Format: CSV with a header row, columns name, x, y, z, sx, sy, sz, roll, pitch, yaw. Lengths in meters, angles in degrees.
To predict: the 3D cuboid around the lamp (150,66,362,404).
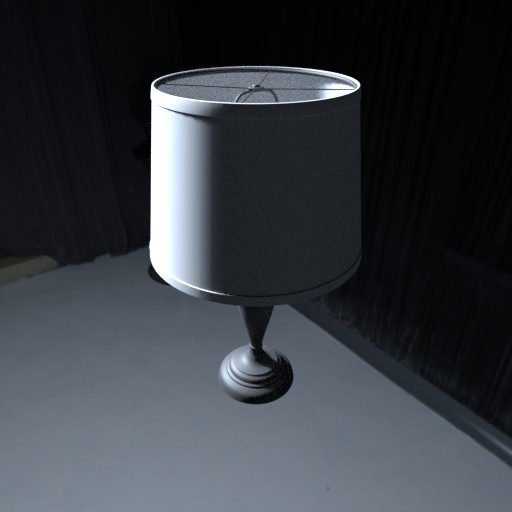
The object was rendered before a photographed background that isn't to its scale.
name,x,y,z,sx,sy,sz,roll,pitch,yaw
lamp,0.000,0.000,0.674,0.310,0.501,0.310,0,31,0
